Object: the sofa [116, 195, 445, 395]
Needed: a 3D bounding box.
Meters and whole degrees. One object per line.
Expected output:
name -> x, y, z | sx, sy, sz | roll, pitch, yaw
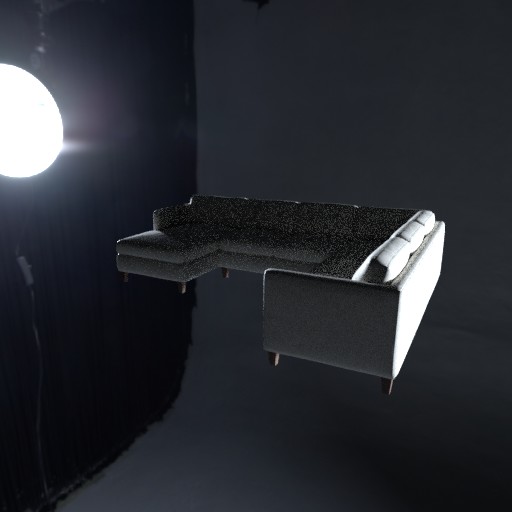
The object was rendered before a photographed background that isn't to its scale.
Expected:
sofa -> 0.000, 0.000, 4.405 | 3.238, 0.853, 2.551 | 8, 17, 27
